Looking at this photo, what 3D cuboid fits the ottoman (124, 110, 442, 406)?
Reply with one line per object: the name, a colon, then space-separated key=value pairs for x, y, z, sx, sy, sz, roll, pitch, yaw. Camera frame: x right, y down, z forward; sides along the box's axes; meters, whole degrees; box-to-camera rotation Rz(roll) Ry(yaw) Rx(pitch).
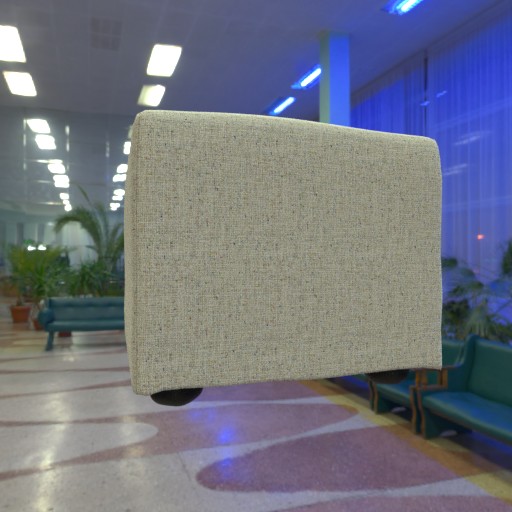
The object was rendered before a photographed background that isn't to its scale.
ottoman: x=0.000 y=0.000 z=0.910 sx=0.512 sy=0.453 sz=0.521 roll=0 pitch=0 yaw=-18
